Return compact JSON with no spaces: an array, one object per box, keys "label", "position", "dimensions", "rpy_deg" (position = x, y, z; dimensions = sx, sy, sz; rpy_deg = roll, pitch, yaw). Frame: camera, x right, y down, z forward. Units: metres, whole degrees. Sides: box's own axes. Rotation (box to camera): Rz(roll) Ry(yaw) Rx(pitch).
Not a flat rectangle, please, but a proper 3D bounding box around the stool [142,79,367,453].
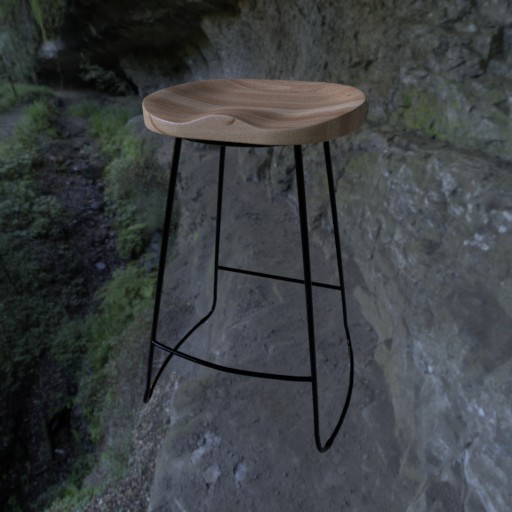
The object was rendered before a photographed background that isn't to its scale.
[{"label":"stool","position":[0.000,0.000,0.963],"dimensions":[0.480,0.679,0.401],"rpy_deg":[9,29,16]}]
